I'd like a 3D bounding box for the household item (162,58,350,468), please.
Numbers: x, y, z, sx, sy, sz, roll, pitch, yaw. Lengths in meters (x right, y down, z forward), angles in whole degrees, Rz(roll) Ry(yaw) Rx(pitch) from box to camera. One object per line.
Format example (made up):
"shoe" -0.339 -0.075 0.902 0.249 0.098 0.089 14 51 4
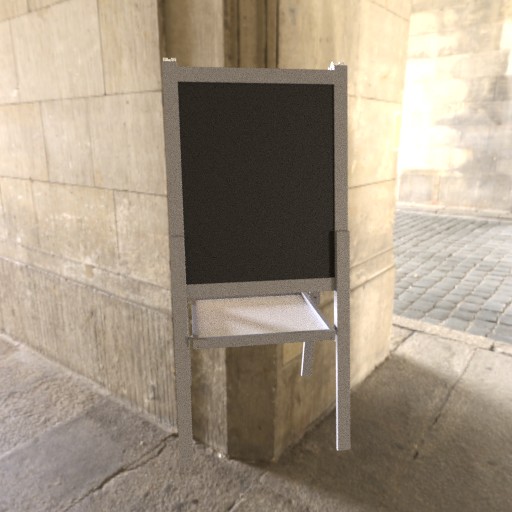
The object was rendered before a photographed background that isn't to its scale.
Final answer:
"household item" 0.000 0.000 1.433 0.531 1.172 0.469 -2 15 -8
